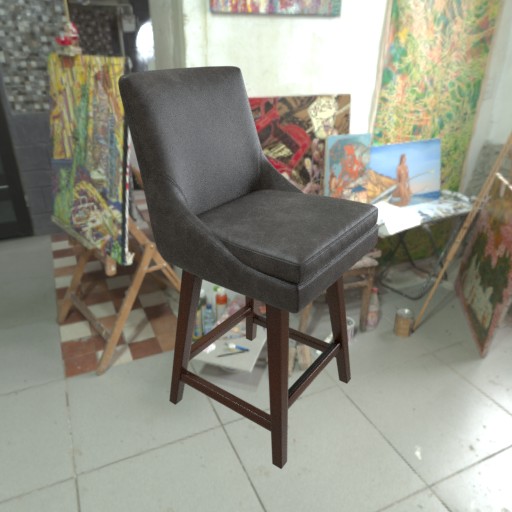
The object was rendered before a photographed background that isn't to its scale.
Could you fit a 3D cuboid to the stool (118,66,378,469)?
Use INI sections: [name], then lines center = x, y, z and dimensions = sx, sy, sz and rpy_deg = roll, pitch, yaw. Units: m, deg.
[stool]
center = 0.000, 0.000, 1.360
dimensions = 0.587, 1.046, 0.492
rpy_deg = 18, 31, 32
